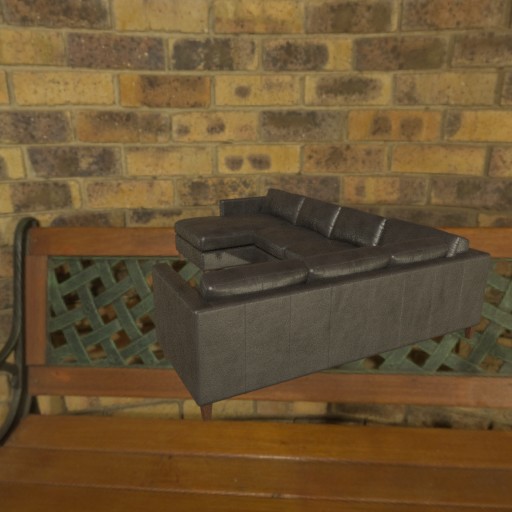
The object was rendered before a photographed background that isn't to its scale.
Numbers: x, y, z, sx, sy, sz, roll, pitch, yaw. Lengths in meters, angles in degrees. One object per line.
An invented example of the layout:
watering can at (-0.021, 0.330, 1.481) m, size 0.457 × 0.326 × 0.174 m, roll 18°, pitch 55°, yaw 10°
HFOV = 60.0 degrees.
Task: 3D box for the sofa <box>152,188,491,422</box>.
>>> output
sofa at (0.000, 0.000, 4.427) m, size 2.452 × 0.891 × 3.324 m, roll -8°, pitch 19°, yaw -26°
